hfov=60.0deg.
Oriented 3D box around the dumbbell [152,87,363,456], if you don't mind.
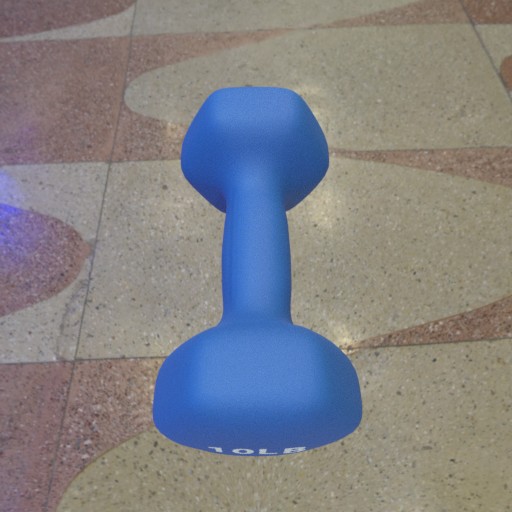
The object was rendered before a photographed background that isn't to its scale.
[{"bbox_3d":[0.000,0.000,0.260,0.103,0.093,0.212,0,58,0],"label":"dumbbell"}]
